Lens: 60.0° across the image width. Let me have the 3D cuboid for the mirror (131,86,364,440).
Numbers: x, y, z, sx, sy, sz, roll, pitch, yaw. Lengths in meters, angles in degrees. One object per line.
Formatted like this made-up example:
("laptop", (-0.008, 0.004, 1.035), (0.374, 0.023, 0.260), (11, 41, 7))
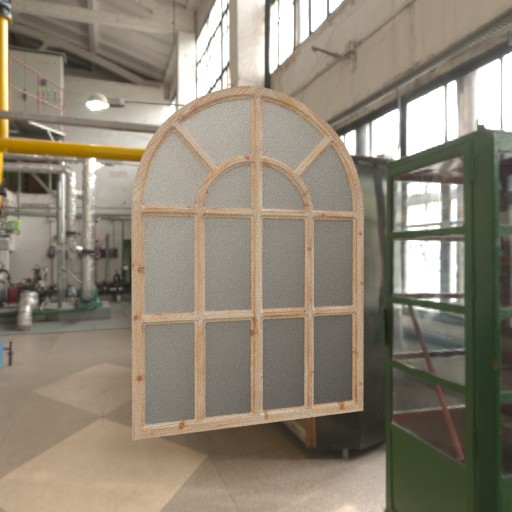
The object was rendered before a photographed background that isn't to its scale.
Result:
("mirror", (0.000, 0.000, 1.222), (0.660, 0.920, 0.032), (0, 1, -18))
